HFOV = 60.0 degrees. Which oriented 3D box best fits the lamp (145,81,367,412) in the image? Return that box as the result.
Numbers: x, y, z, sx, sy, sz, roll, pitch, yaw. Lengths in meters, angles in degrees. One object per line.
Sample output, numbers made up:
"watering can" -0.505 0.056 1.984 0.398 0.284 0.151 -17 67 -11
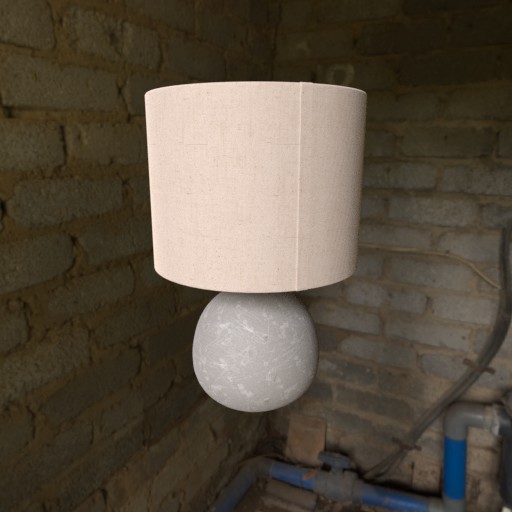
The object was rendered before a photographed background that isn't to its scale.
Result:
"lamp" 0.000 0.000 0.600 0.269 0.409 0.269 -3 14 -10
